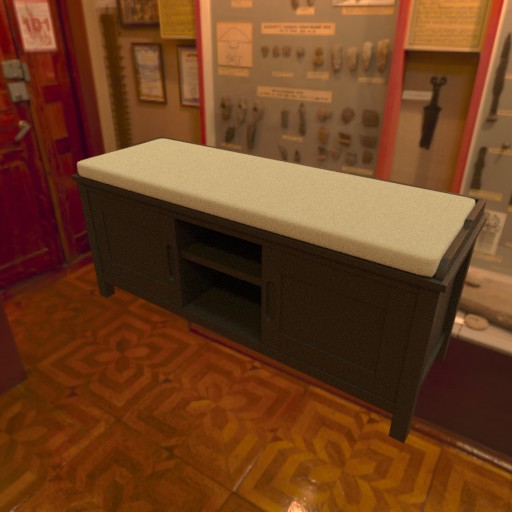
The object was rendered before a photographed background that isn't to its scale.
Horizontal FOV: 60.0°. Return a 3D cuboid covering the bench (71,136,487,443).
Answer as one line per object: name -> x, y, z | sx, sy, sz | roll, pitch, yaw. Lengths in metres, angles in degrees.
bench -> 0.000, 0.000, 1.352 | 1.140, 0.501, 0.398 | 18, 34, 30
